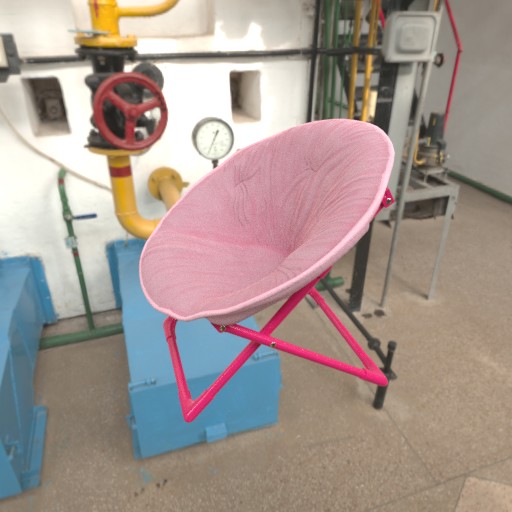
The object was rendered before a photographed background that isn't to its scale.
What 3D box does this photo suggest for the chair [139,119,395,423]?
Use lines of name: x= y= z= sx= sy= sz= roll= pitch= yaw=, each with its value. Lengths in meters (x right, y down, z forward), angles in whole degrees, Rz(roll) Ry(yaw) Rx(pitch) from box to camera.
chair: x=0.000 y=0.000 z=0.890 sx=0.459 sy=0.494 sz=0.522 roll=-9 pitch=30 yaw=-16
